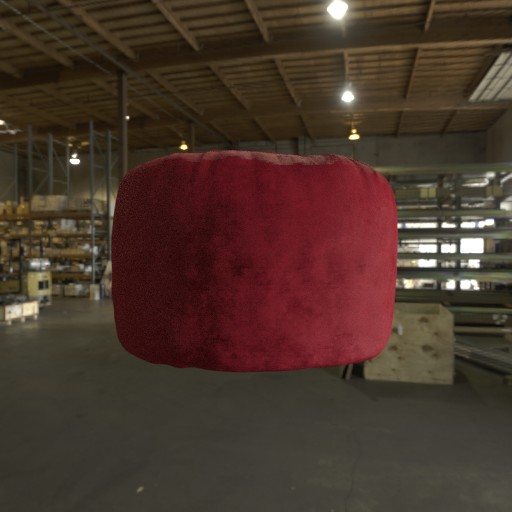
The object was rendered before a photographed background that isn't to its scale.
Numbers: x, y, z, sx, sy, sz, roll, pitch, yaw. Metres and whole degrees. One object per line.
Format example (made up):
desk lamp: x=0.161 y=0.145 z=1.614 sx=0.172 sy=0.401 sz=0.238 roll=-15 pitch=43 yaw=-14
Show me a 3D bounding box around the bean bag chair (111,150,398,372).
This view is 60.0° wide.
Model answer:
bean bag chair: x=0.000 y=0.000 z=1.966 sx=1.219 sy=0.762 sz=1.219 roll=0 pitch=1 yaw=0
